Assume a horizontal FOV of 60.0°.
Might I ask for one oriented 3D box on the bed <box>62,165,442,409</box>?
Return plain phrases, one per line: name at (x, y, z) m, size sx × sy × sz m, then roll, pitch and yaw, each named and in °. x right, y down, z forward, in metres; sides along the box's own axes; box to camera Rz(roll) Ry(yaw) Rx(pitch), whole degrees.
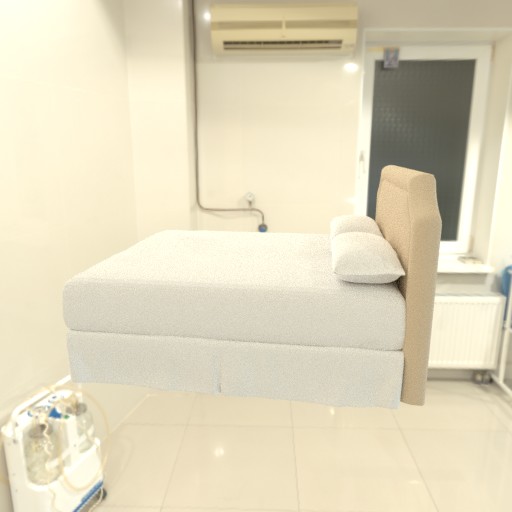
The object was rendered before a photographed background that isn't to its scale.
bed at (0.000, 0.000, 3.887) m, size 2.548 × 1.524 × 2.134 m, roll 2°, pitch 14°, yaw 9°
